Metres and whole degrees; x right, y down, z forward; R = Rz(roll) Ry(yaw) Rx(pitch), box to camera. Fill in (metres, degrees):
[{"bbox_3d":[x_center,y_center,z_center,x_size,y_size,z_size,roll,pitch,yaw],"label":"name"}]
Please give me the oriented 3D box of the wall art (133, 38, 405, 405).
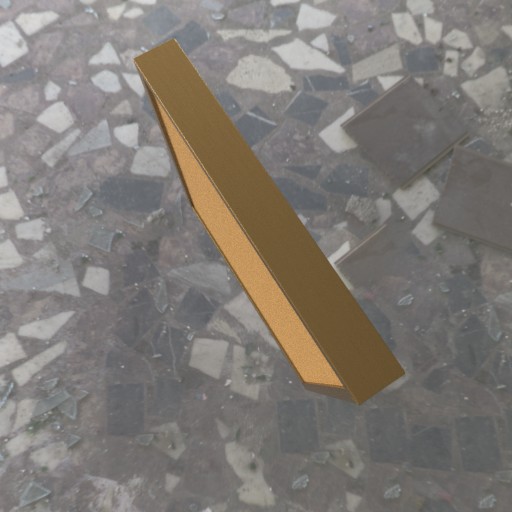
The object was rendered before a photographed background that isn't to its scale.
[{"bbox_3d":[0.000,0.000,0.463,0.037,0.305,0.305,-31,77,-8],"label":"wall art"}]
